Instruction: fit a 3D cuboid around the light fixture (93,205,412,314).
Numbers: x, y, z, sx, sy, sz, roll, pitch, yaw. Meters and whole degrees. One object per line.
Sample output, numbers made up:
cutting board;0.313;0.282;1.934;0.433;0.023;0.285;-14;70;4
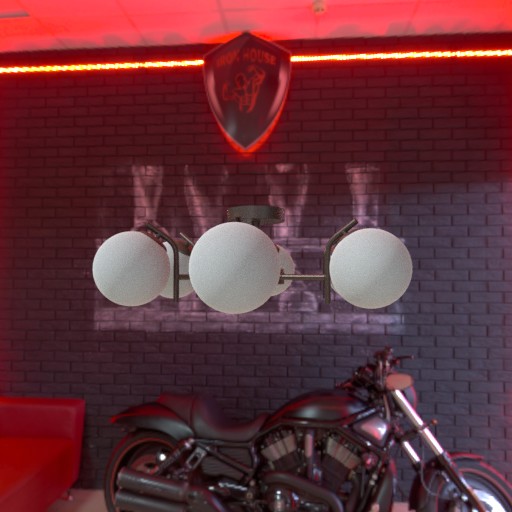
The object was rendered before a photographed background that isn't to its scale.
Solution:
light fixture;0.000;0.000;0.959;0.662;0.201;0.662;0;-2;0
